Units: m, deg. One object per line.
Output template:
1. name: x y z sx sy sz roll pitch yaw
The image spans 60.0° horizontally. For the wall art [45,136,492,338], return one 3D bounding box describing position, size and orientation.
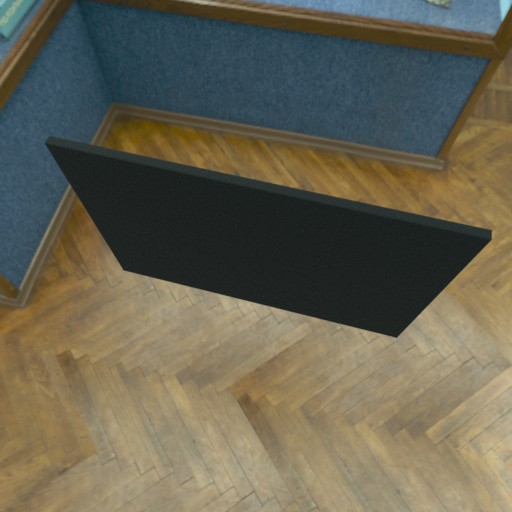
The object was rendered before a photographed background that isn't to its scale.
1. wall art: 0.000 0.000 1.219 0.958 0.656 0.026 13 64 7
